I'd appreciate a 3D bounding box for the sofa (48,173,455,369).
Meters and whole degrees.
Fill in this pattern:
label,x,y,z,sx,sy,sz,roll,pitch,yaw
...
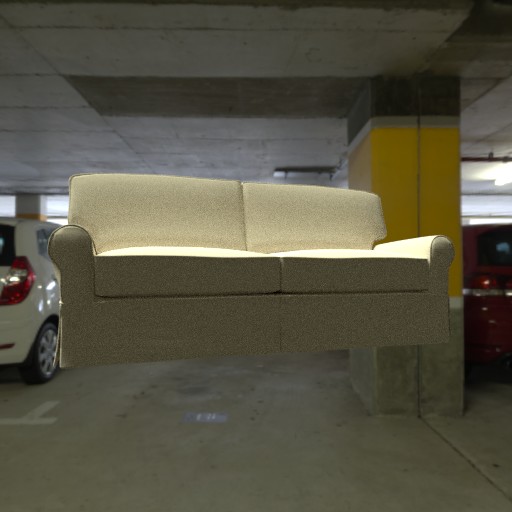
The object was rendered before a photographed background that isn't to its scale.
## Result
label,x,y,z,sx,sy,sz,roll,pitch,yaw
sofa,0.000,0.000,2.454,2.021,0.937,0.862,1,-2,-19
